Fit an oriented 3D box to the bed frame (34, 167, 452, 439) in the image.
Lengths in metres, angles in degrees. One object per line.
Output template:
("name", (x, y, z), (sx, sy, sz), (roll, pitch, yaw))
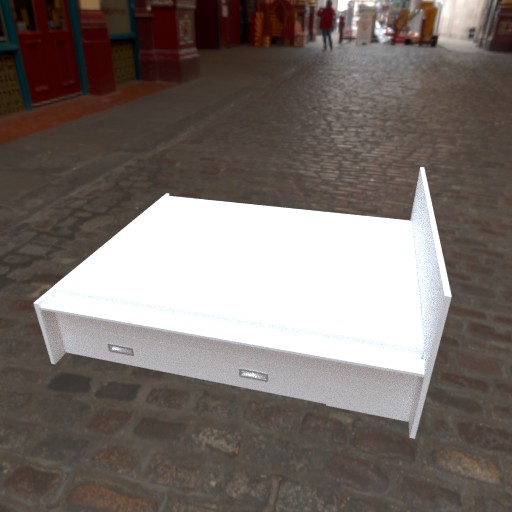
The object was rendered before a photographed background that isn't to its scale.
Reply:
("bed frame", (0.000, 0.000, 2.774), (1.960, 0.800, 1.622), (7, 30, 13))
